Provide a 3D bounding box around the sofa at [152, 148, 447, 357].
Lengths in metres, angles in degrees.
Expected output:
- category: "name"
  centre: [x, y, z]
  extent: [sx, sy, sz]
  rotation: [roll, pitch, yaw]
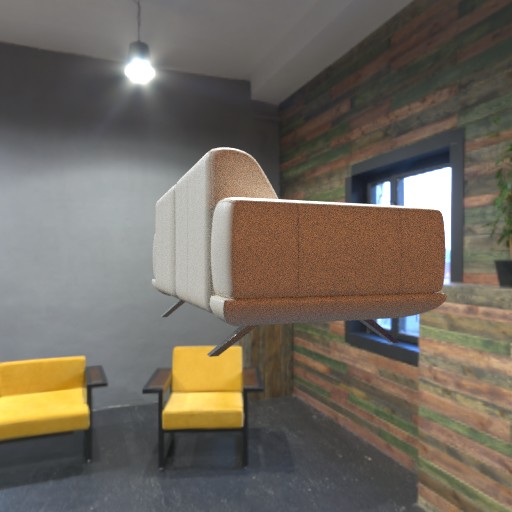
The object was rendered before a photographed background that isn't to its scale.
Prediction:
- category: "sofa"
  centre: [0.000, 0.000, 2.409]
  extent: [0.900, 0.772, 1.901]
  rotation: [0, -1, -20]
